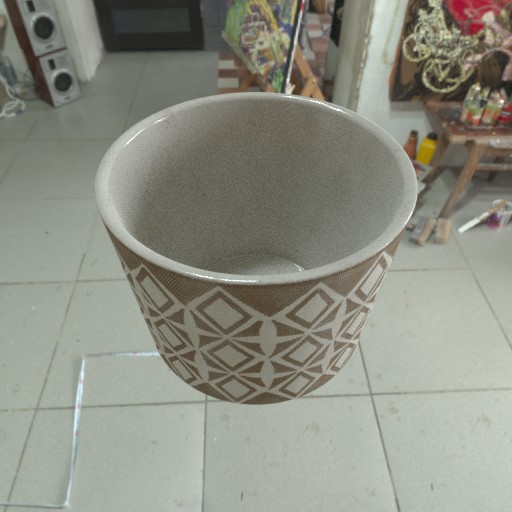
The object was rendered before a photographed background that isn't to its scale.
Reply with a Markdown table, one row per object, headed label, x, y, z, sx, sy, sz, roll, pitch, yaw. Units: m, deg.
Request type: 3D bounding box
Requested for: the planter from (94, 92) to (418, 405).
| label | x | y | z | sx | sy | sz | roll | pitch | yaw |
| --- | --- | --- | --- | --- | --- | --- | --- | --- | --- |
| planter | 0.000 | 0.000 | 0.446 | 0.260 | 0.220 | 0.260 | 0 | 46 | 0 |
